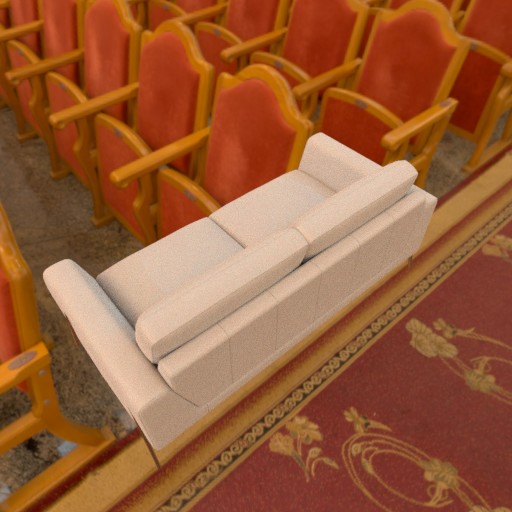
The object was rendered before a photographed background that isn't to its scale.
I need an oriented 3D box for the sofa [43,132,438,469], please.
[{"bbox_3d":[0.000,0.000,2.511,2.017,0.875,0.953,-32,54,-26],"label":"sofa"}]
